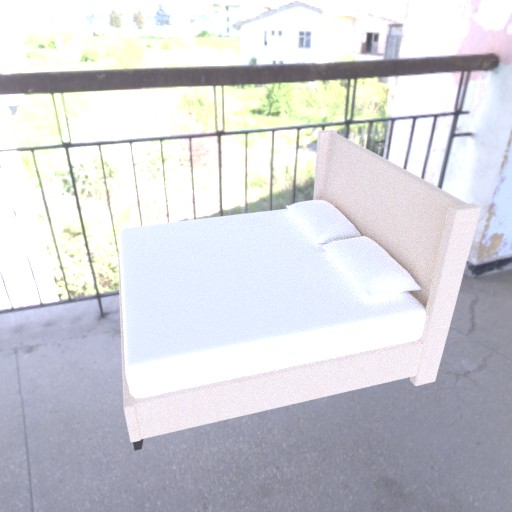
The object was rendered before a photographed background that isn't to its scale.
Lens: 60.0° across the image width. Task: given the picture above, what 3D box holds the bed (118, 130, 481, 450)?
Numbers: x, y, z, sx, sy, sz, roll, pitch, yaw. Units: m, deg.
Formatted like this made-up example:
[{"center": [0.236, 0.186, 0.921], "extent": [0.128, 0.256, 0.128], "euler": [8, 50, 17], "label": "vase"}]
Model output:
[{"center": [0.000, 0.000, 3.709], "extent": [2.293, 1.471, 2.145], "euler": [-8, 30, -14], "label": "bed"}]
